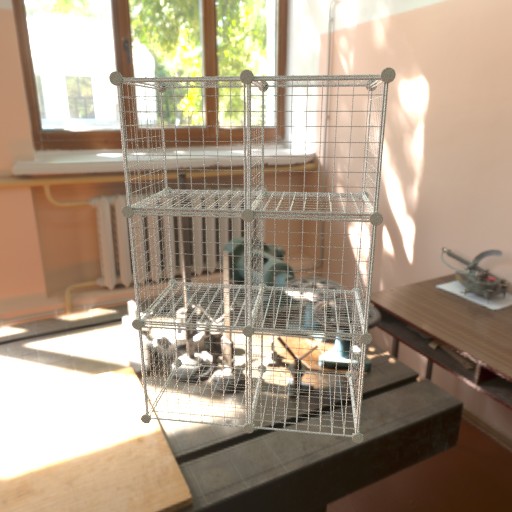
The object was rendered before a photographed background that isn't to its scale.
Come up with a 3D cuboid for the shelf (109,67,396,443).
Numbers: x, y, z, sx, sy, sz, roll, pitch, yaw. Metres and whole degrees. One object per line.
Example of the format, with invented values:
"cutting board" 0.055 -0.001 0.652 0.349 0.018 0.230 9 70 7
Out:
"shelf" 0.000 0.000 1.412 0.711 1.067 0.356 2 18 7
